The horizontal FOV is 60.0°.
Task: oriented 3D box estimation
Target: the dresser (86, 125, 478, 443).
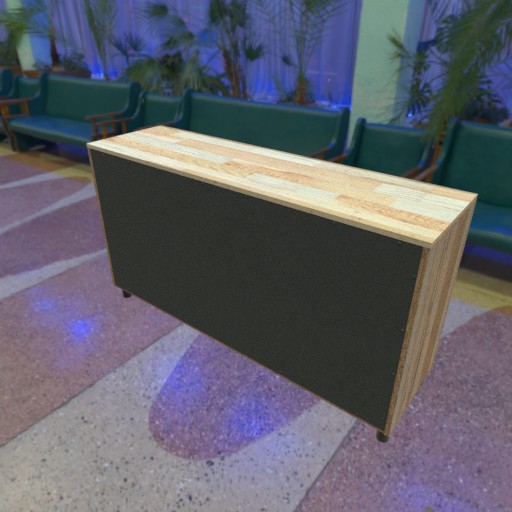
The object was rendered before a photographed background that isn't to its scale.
[{"bbox_3d":[0.000,0.000,1.941,1.547,0.834,0.487,21,36,32],"label":"dresser"}]
